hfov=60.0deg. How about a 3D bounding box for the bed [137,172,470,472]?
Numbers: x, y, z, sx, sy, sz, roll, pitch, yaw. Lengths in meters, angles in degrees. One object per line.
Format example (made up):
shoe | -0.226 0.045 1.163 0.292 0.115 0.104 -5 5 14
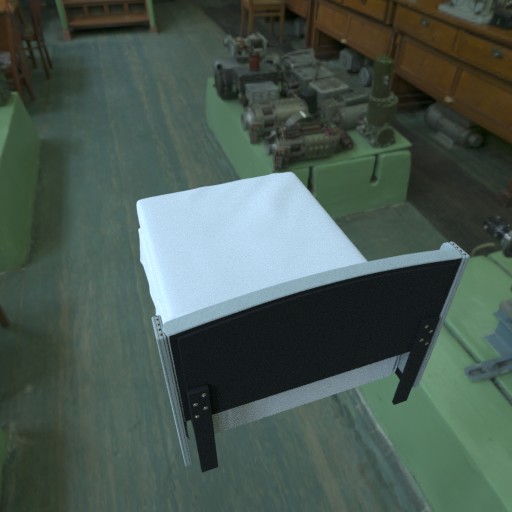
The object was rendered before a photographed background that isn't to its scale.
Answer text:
bed | 0.000 0.000 3.372 1.710 1.407 2.237 -13 42 -15
